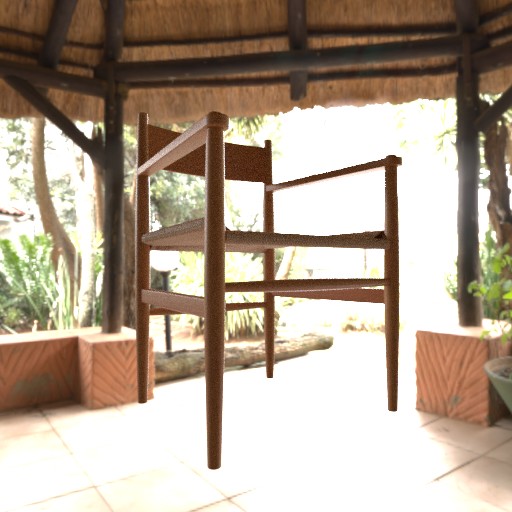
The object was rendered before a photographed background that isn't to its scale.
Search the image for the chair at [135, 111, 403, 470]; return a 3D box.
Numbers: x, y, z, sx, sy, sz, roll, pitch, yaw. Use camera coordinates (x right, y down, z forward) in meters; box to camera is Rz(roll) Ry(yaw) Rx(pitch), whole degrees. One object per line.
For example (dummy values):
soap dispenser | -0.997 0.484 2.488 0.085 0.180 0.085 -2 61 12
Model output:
chair | 0.000 0.000 1.122 0.556 0.762 0.495 1 -2 -37
